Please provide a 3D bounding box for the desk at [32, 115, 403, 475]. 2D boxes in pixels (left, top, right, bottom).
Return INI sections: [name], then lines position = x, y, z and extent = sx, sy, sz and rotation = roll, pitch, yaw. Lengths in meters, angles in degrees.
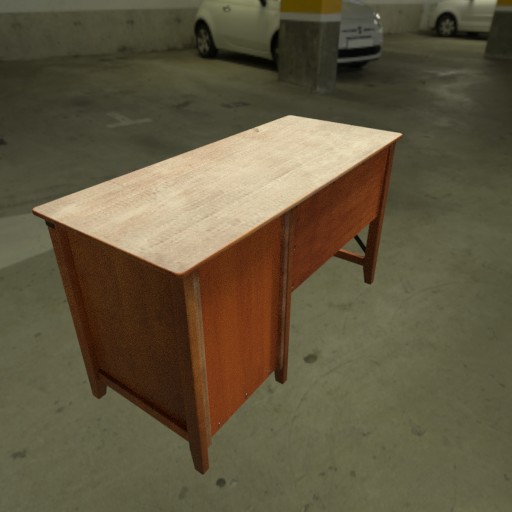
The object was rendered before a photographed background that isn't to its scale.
[desk]
position = 0.000, 0.000, 1.748
extent = 0.574, 0.756, 1.353
rotation = 20, 36, 30
